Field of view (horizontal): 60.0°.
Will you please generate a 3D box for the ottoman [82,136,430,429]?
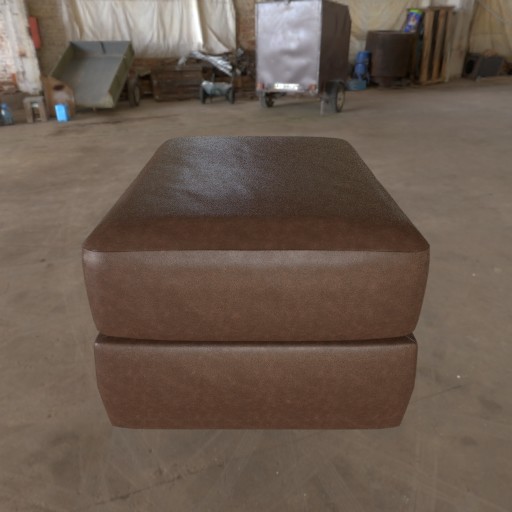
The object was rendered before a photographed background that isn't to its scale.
[{"bbox_3d":[0.000,0.000,1.107,0.603,0.476,0.751,0,28,0],"label":"ottoman"}]
